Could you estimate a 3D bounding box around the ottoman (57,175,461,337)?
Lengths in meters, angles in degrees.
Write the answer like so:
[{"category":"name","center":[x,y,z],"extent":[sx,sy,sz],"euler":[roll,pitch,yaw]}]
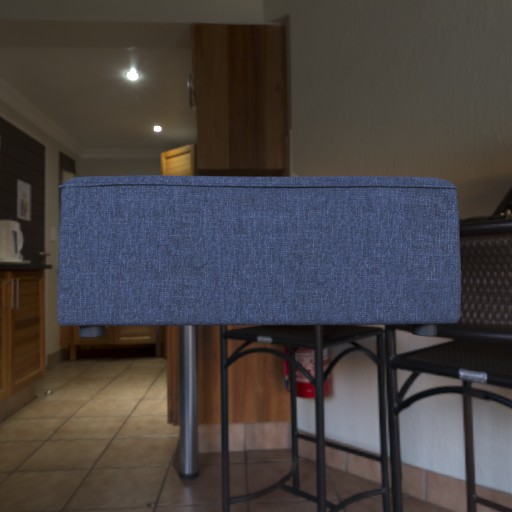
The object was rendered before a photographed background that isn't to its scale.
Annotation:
[{"category":"ottoman","center":[0.000,0.000,1.587],"extent":[1.023,0.423,1.017],"euler":[0,-1,-1]}]
